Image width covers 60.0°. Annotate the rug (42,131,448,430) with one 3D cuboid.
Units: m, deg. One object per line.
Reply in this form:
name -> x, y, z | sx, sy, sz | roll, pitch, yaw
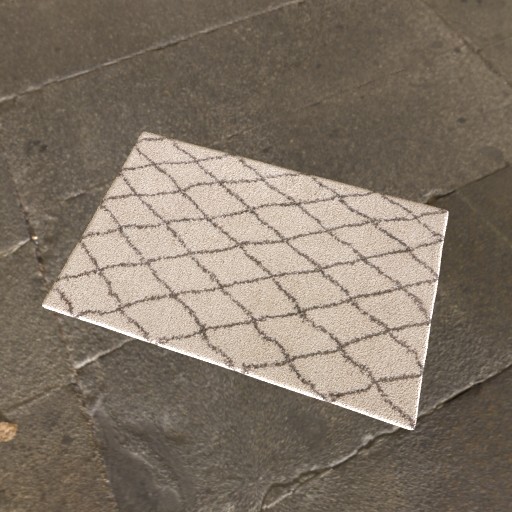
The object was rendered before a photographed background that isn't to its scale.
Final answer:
rug -> 0.000, 0.000, 3.449 | 2.743, 0.030, 1.778 | 16, 64, 8
